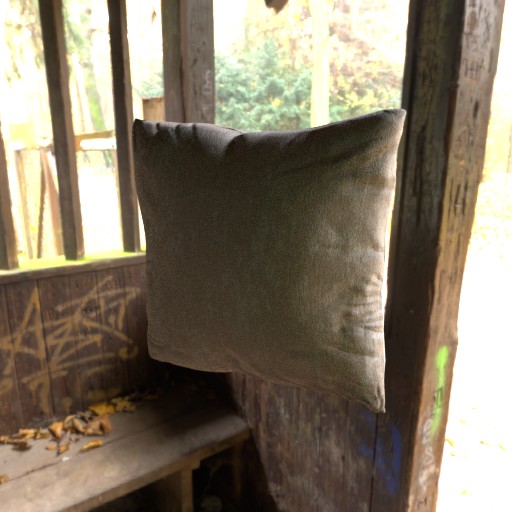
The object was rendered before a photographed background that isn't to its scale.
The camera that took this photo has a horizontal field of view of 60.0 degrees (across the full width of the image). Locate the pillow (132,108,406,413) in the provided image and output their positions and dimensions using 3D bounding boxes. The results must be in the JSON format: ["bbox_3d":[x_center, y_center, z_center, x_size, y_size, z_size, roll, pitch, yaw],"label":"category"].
[{"bbox_3d":[0.000,0.000,0.729,0.450,0.448,0.245,7,16,25],"label":"pillow"}]
